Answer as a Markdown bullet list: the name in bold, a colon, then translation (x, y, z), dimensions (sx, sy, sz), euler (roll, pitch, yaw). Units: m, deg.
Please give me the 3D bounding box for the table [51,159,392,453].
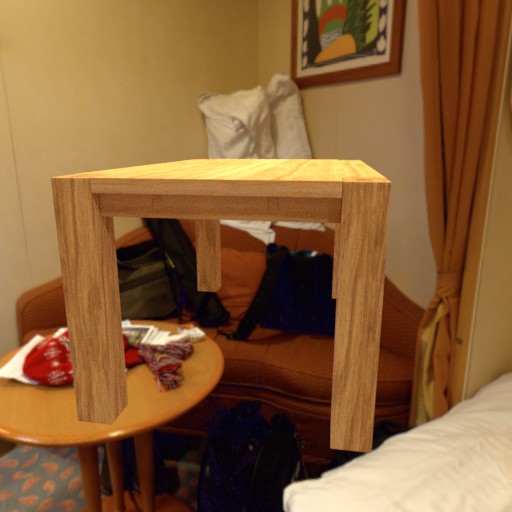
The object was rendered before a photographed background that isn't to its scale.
- **table**: translation (0.000, 0.000, 1.898), dimensions (0.900, 0.760, 1.400), euler (2, 15, 9)
